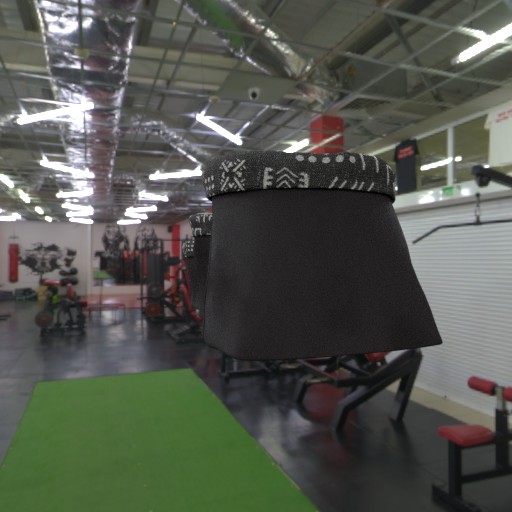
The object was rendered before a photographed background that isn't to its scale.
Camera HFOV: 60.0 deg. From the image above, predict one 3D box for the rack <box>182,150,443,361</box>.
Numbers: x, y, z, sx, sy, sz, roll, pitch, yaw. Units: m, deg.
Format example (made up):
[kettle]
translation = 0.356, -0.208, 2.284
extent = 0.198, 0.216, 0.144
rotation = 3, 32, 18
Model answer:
[rack]
translation = 0.000, 0.000, 1.089
extent = 0.379, 0.323, 0.905
rotation = 0, -1, -18
